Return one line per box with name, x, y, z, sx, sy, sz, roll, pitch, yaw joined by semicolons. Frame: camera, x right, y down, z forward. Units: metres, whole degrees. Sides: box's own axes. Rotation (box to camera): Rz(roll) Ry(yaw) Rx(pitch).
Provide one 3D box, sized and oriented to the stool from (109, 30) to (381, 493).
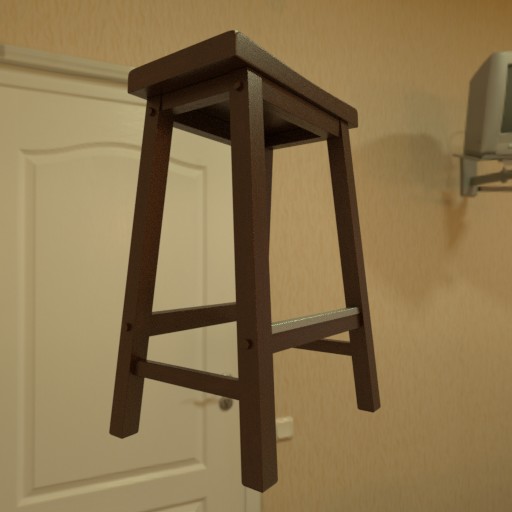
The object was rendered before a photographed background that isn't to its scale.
stool;0.000;0.000;0.824;0.322;0.610;0.406;0;-1;37
